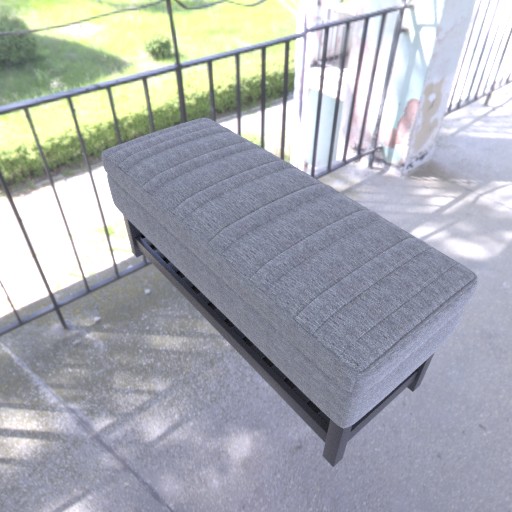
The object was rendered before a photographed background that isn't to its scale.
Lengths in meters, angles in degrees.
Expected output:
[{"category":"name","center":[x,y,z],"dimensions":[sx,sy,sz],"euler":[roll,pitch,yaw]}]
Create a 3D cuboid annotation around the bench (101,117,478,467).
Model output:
[{"category":"bench","center":[0.000,0.000,1.324],"dimensions":[0.429,0.470,1.100],"euler":[-29,49,-28]}]
